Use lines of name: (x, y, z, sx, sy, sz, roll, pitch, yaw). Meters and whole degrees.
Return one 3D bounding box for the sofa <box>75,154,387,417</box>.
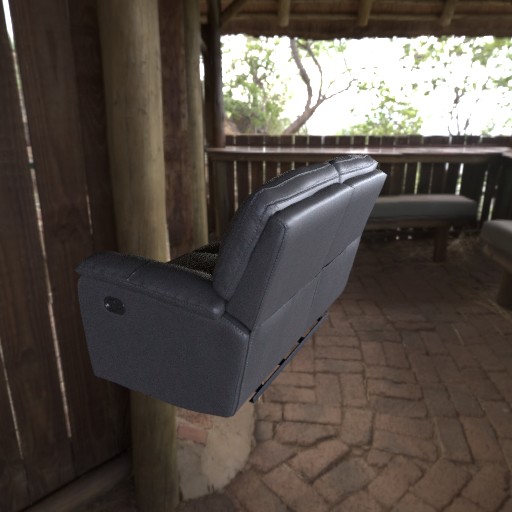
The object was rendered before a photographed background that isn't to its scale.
sofa: (0.000, 0.000, 2.539, 1.104, 1.111, 1.765, 9, 20, 26)
